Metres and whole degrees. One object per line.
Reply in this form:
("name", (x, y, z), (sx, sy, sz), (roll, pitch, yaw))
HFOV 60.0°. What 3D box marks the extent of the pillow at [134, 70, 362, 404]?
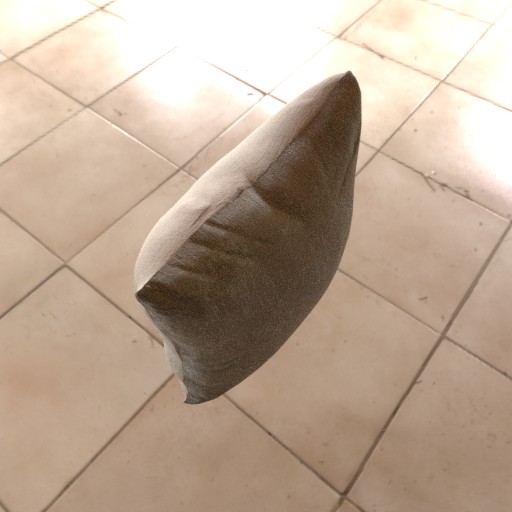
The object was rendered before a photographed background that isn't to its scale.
("pillow", (0.000, 0.000, 0.726), (0.245, 0.448, 0.450), (33, 64, 19))
